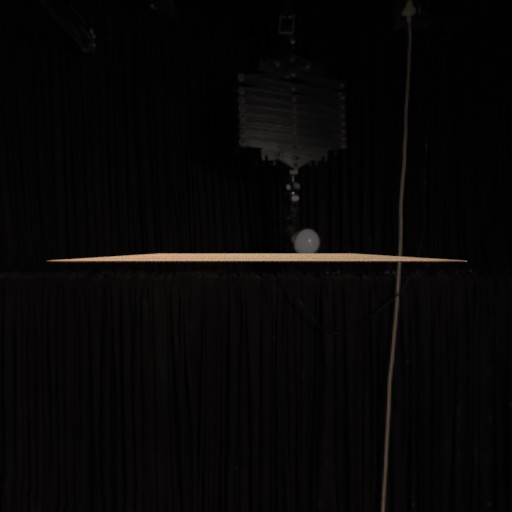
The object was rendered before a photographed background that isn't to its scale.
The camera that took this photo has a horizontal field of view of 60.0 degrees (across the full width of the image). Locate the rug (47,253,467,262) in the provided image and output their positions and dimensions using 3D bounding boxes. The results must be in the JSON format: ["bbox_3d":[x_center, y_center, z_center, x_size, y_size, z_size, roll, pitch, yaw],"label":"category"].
[{"bbox_3d":[0.000,0.000,4.074,2.436,0.011,3.045,0,1,0],"label":"rug"}]
